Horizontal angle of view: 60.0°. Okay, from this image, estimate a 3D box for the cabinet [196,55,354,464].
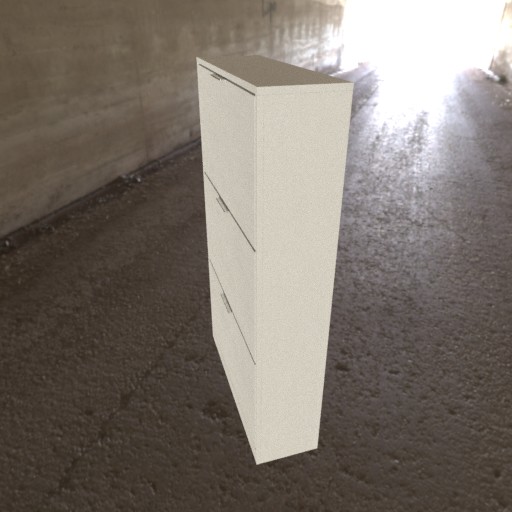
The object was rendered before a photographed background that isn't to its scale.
[{"bbox_3d":[0.000,0.000,1.623,0.250,1.280,0.750,-8,30,-15],"label":"cabinet"}]
